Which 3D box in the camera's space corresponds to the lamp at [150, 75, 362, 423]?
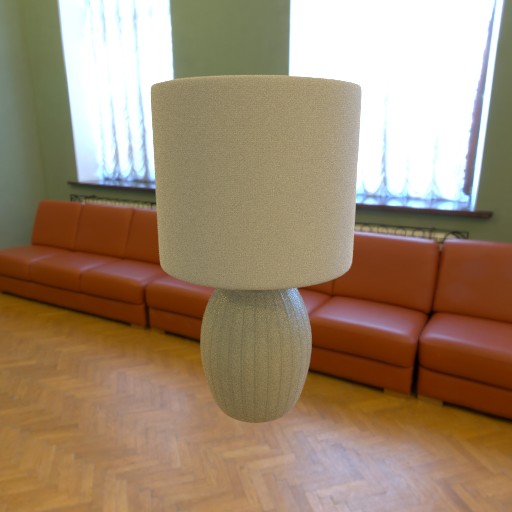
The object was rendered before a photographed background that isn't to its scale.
[{"bbox_3d":[0.000,0.000,0.773,0.329,0.570,0.329,8,17,27],"label":"lamp"}]
